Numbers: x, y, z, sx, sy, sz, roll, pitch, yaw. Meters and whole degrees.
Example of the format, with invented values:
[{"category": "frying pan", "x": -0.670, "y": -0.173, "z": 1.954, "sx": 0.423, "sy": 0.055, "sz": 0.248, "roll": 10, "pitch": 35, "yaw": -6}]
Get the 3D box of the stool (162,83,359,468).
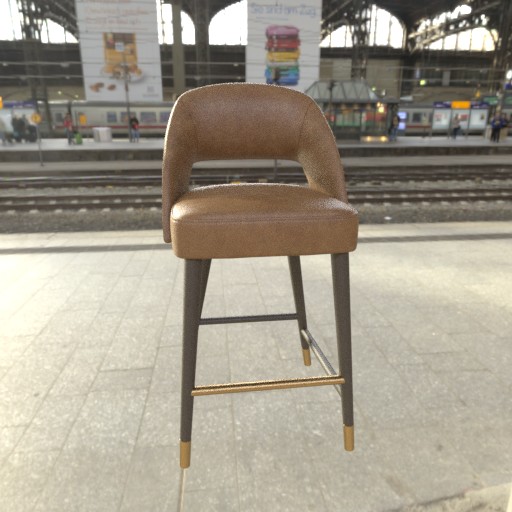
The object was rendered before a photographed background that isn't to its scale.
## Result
[{"category": "stool", "x": 0.000, "y": 0.000, "z": 1.235, "sx": 0.494, "sy": 0.940, "sz": 0.509, "roll": -2, "pitch": 17, "yaw": -8}]
